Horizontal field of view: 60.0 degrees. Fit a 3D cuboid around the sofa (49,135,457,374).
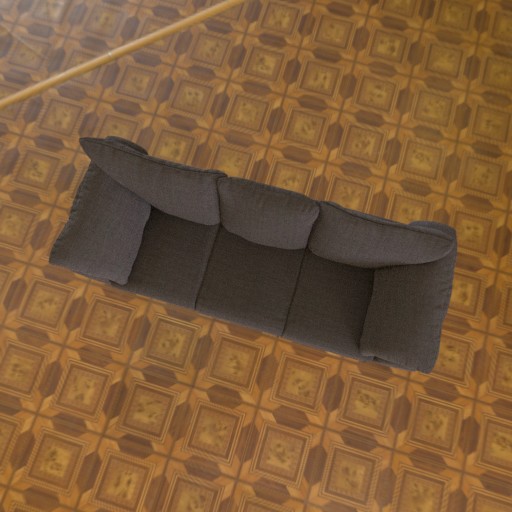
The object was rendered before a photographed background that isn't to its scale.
[{"bbox_3d":[0.000,0.000,2.844,2.336,1.080,0.883,16,76,4],"label":"sofa"}]
